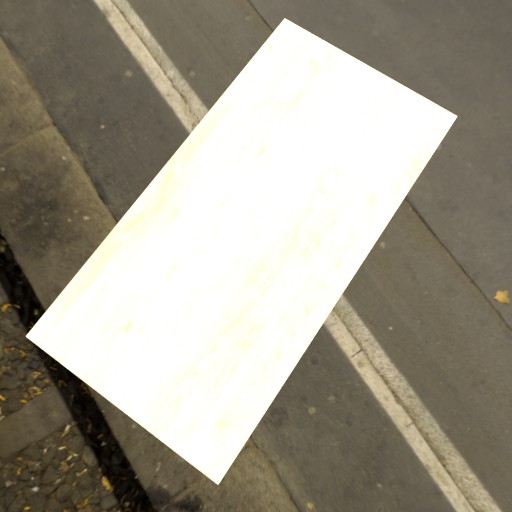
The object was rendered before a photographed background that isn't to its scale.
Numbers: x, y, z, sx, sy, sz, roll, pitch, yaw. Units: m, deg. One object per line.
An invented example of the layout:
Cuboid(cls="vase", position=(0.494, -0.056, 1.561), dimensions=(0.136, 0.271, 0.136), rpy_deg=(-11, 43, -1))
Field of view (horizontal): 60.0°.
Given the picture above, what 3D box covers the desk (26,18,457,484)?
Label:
Cuboid(cls="desk", position=(0.000, 0.000, 1.472), dimensions=(0.560, 0.730, 1.100), rpy_deg=(34, 78, 8))
